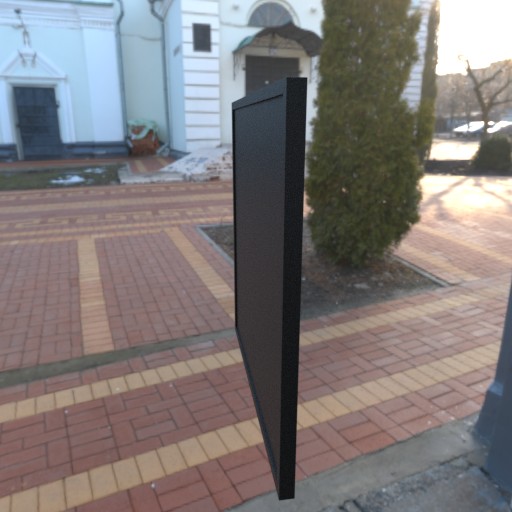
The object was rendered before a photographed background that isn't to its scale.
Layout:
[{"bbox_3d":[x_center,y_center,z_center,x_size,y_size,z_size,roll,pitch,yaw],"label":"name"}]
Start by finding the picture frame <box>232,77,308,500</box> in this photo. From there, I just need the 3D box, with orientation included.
[{"bbox_3d":[0.000,0.000,1.130,0.032,0.775,0.775,-3,17,-9],"label":"picture frame"}]
